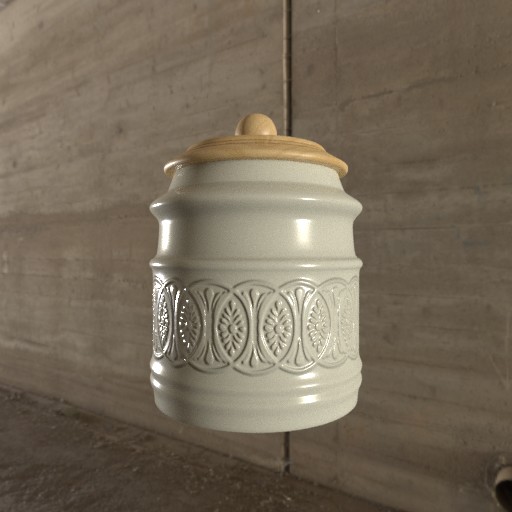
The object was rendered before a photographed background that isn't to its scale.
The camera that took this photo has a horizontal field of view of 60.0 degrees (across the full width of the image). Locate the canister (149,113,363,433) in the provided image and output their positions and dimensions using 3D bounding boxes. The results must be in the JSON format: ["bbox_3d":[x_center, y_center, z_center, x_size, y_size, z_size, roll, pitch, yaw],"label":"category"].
[{"bbox_3d":[0.000,0.000,0.278,0.130,0.176,0.130,0,0,0],"label":"canister"}]
